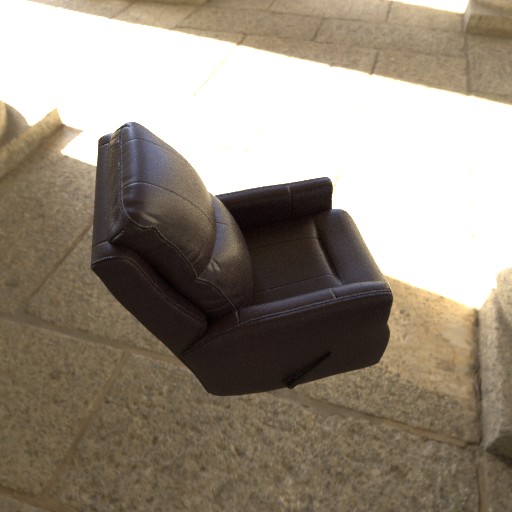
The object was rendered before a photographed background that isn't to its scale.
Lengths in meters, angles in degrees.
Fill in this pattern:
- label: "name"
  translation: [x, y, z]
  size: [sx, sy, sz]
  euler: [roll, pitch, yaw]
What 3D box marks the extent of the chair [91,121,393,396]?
- label: "chair"
  translation: [0.000, 0.000, 1.812]
  size: [1.080, 1.030, 0.829]
  euler: [-9, 47, -8]
